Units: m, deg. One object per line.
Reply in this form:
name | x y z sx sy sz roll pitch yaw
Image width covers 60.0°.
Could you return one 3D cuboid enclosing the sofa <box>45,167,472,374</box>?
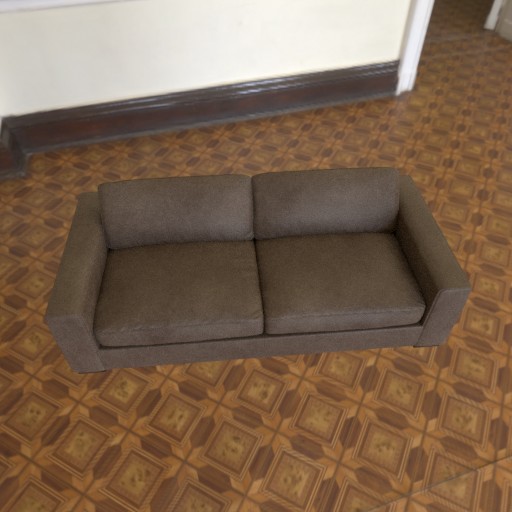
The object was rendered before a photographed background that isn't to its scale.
sofa | 0.000 0.000 2.771 2.262 0.801 1.070 -4 46 -4
